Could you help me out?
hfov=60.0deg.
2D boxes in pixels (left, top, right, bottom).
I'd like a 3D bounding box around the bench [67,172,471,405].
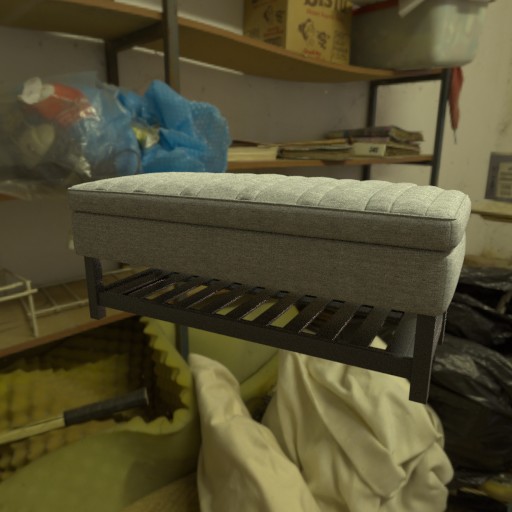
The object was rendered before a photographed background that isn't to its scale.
[{"bbox_3d":[0.000,0.000,1.307,1.100,0.470,0.429,8,17,27],"label":"bench"}]
